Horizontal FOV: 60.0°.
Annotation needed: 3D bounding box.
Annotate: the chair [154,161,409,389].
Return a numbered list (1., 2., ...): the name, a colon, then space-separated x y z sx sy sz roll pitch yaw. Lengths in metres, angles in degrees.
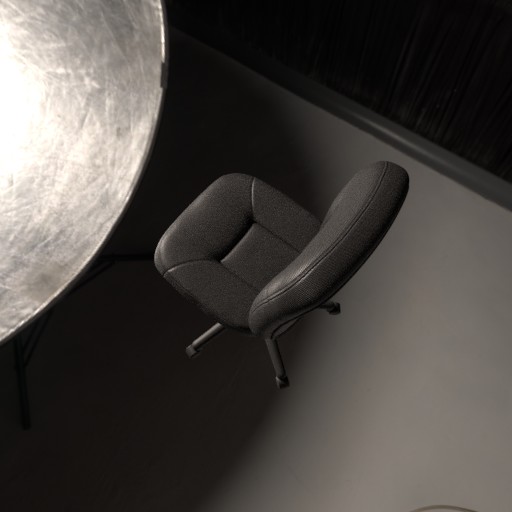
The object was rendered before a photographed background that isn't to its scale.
1. chair: 0.000 0.000 1.406 0.646 0.959 0.647 34 68 16
